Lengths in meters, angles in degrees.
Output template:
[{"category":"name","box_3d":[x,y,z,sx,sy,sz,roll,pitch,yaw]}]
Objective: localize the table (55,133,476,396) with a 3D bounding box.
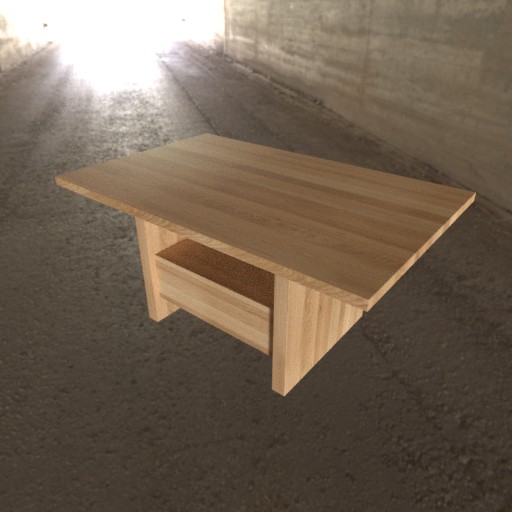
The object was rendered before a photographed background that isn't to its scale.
[{"category":"table","box_3d":[0.000,0.000,1.491,1.100,0.510,0.700,22,36,33]}]
